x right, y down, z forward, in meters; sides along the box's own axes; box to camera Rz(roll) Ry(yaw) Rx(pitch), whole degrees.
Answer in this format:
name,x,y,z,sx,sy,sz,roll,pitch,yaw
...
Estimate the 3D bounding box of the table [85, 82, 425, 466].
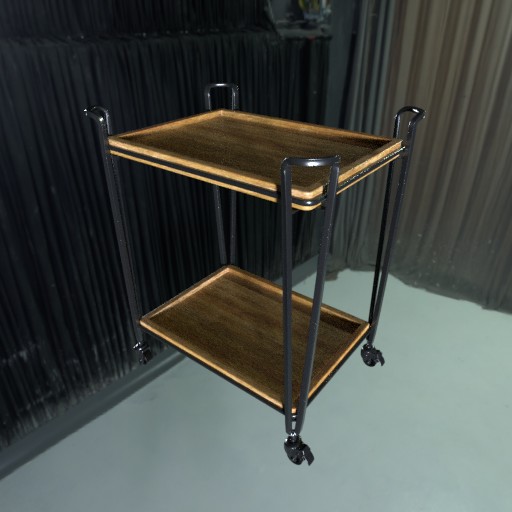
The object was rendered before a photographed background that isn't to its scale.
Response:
name,x,y,z,sx,sy,sz,roll,pitch,yaw
table,0.000,0.000,1.220,0.672,0.785,0.505,21,36,32
